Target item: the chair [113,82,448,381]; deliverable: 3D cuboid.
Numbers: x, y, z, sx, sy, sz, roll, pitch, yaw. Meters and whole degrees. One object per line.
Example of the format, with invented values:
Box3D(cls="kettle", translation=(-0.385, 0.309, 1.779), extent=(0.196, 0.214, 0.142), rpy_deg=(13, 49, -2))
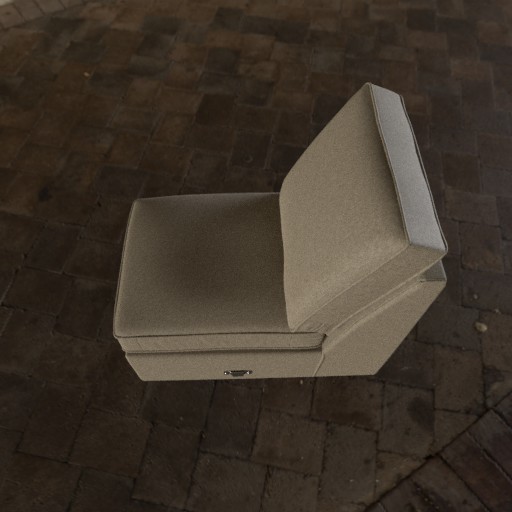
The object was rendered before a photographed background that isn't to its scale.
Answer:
Box3D(cls="chair", translation=(0.000, 0.000, 1.660), extent=(1.020, 1.058, 0.674), rpy_deg=(-2, 58, -1))
